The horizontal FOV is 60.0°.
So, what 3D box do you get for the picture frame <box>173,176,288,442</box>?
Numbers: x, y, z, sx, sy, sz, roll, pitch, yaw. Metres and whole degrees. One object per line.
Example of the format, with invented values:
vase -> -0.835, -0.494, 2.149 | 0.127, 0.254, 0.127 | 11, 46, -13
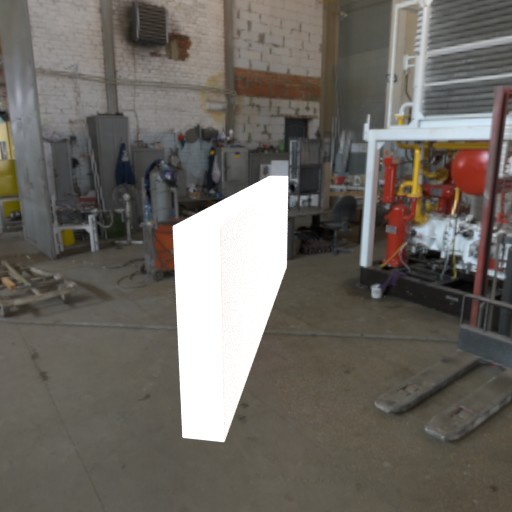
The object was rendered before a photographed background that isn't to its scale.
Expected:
picture frame -> 0.000, 0.000, 0.844 | 0.050, 0.250, 0.759 | 2, 14, 9
